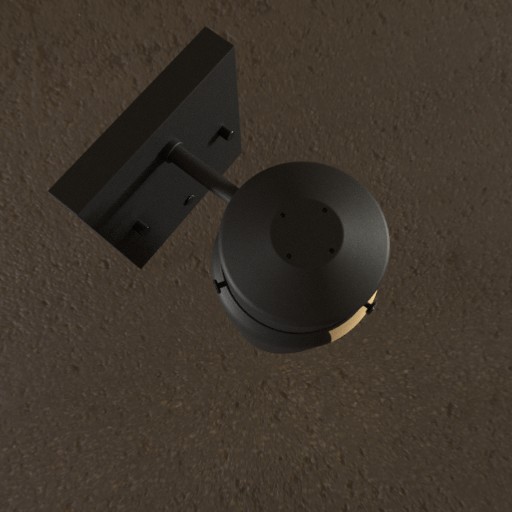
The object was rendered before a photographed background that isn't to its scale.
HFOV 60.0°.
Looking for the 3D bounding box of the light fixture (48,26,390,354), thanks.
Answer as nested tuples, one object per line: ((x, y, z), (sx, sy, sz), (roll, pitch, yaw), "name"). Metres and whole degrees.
((0.000, 0.000, 0.354), (0.176, 0.257, 0.130), (37, 79, 9), "light fixture")
